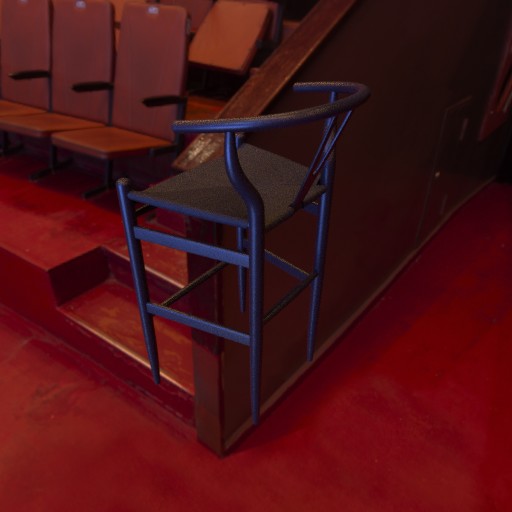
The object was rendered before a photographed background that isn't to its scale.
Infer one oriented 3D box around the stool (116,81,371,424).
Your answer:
[{"bbox_3d":[0.000,0.000,1.436,0.579,1.072,0.569,22,38,30],"label":"stool"}]
